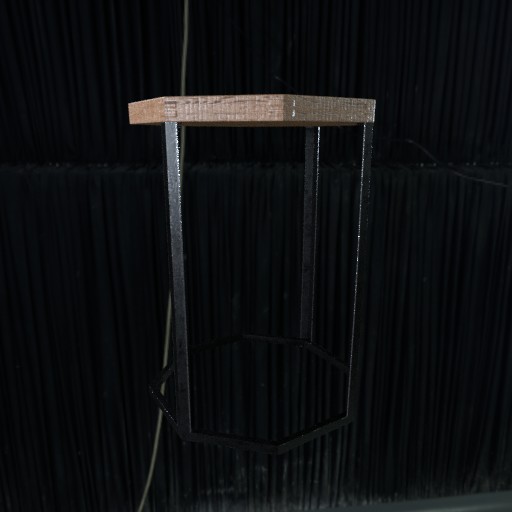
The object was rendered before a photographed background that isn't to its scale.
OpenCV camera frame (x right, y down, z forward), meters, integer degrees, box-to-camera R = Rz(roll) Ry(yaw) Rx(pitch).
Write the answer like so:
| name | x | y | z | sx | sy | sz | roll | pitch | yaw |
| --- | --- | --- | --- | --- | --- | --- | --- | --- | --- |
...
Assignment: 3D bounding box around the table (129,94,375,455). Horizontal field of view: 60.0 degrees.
| name | x | y | z | sx | sy | sz | roll | pitch | yaw |
| --- | --- | --- | --- | --- | --- | --- | --- | --- | --- |
| table | 0.000 | 0.000 | 0.856 | 0.437 | 0.553 | 0.437 | -3 | 16 | -9 |
